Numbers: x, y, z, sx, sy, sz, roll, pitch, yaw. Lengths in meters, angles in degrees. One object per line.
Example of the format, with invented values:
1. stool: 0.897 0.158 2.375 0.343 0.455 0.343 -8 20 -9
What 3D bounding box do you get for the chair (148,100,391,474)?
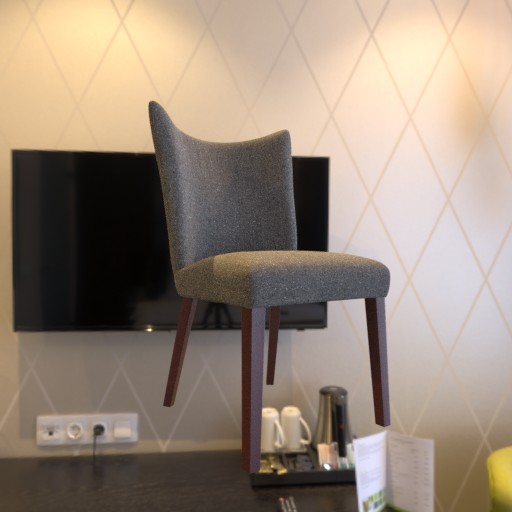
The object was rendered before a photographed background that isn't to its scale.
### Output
1. chair: 0.000 0.000 1.325 0.535 0.924 0.623 0 0 -35
